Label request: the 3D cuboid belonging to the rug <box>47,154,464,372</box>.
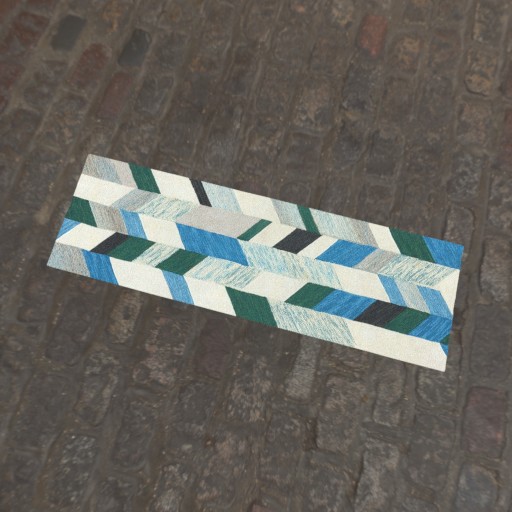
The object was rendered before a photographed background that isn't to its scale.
[{"bbox_3d":[0.000,0.000,2.700,2.437,0.008,0.774,14,77,4],"label":"rug"}]
